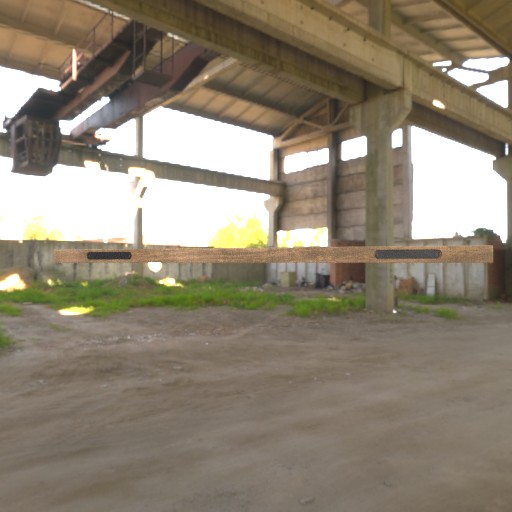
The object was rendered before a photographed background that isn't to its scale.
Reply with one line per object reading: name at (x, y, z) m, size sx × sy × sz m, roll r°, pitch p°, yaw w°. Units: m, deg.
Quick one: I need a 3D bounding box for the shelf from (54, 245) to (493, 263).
shelf at (0.000, 0.000, 0.663) m, size 0.610 × 0.020 × 0.140 m, roll 0°, pitch -1°, yaw 17°
